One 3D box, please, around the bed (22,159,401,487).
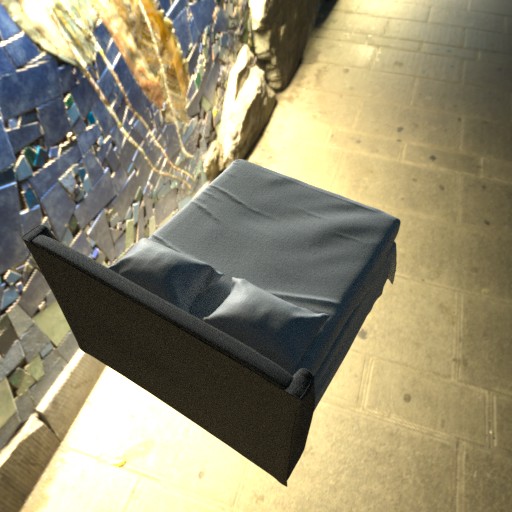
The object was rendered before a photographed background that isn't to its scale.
[{"bbox_3d":[0.000,0.000,3.406,1.925,1.332,2.276,25,52,21],"label":"bed"}]
